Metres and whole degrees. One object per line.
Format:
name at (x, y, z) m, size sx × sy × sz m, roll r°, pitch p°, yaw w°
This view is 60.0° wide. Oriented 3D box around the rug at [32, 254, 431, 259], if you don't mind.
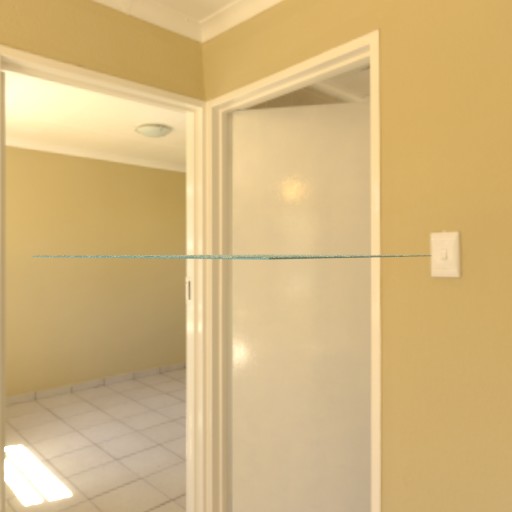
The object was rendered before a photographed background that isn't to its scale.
rug at (0.000, 0.000, 4.130) m, size 2.363 × 0.012 × 2.980 m, roll 0°, pitch 0°, yaw 36°
